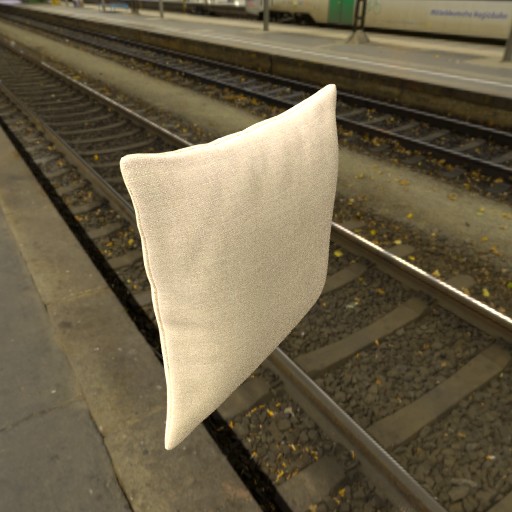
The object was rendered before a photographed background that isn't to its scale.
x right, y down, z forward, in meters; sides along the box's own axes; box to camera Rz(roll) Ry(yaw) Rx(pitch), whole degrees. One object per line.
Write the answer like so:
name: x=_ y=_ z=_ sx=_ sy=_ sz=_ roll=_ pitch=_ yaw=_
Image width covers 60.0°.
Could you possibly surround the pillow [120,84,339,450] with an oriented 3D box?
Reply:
pillow: x=0.000 y=0.000 z=0.791 sx=0.166 sy=0.510 sz=0.523 roll=20 pitch=37 yaw=29
